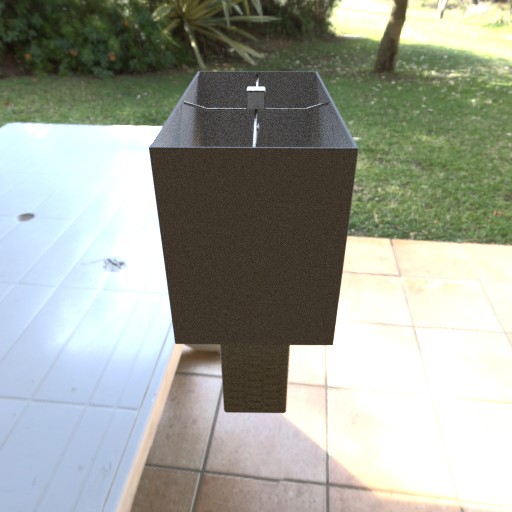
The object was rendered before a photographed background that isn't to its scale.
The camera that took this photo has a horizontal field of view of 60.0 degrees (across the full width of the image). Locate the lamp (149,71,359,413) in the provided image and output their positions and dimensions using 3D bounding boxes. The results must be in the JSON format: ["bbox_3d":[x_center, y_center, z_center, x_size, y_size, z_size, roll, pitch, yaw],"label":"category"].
[{"bbox_3d":[0.000,0.000,0.712,0.200,0.515,0.380,0,33,1],"label":"lamp"}]
